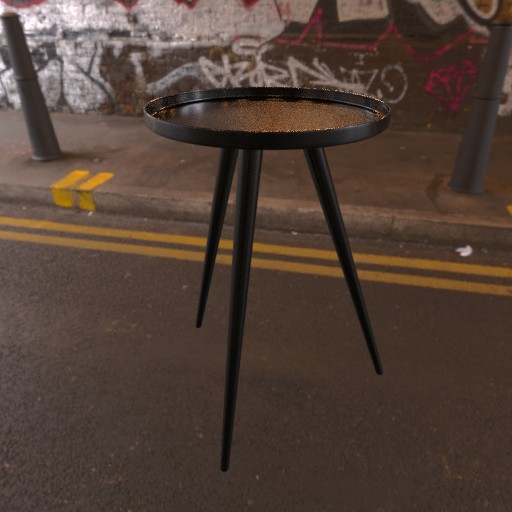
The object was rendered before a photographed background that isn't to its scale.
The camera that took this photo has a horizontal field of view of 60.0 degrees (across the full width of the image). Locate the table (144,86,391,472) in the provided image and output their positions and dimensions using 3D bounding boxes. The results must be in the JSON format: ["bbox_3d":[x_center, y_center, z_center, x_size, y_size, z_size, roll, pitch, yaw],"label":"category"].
[{"bbox_3d":[0.000,0.000,0.823,0.403,0.548,0.415,-21,35,-33],"label":"table"}]
